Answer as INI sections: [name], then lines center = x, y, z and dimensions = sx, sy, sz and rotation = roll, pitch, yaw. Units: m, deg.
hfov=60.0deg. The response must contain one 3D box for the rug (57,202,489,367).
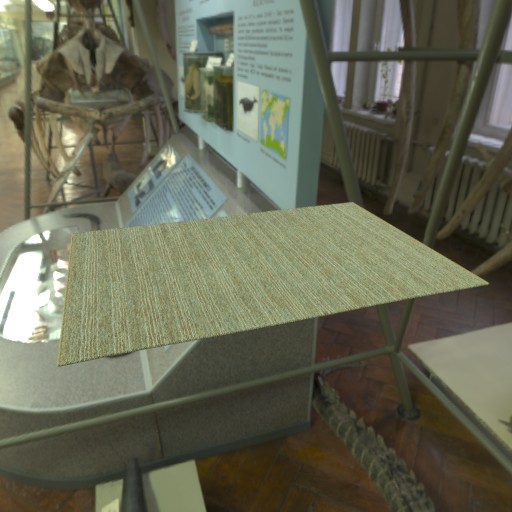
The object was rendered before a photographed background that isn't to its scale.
[rug]
center = 0.000, 0.000, 2.284
dimensions = 1.824, 0.010, 1.240
rotation = -8, 26, -17
